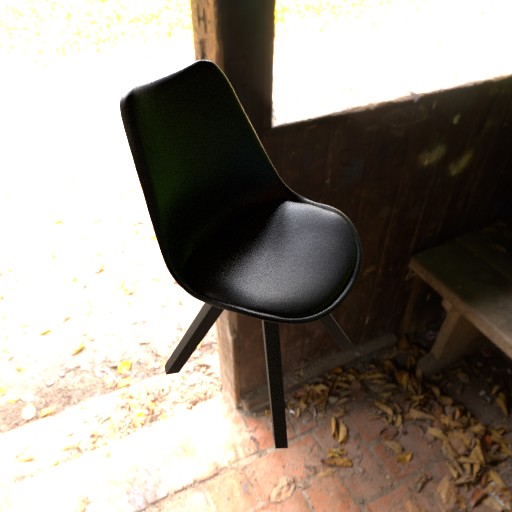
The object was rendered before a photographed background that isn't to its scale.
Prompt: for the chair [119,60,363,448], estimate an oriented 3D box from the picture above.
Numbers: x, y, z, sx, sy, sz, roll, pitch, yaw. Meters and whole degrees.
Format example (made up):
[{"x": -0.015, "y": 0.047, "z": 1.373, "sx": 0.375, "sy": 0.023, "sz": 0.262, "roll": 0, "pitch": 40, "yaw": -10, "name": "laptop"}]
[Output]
[{"x": 0.000, "y": 0.000, "z": 1.171, "sx": 0.530, "sy": 0.850, "sz": 0.485, "roll": 25, "pitch": 47, "yaw": 26, "name": "chair"}]
